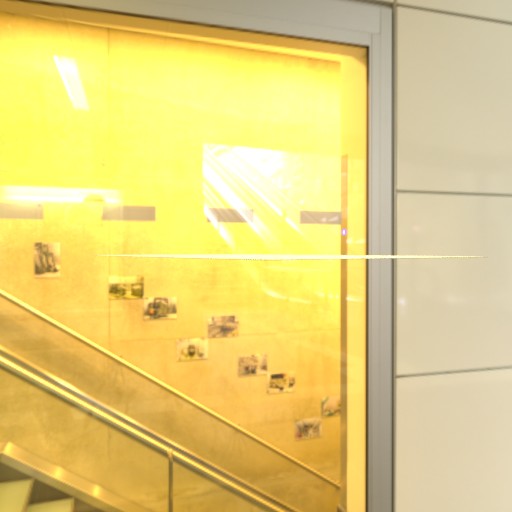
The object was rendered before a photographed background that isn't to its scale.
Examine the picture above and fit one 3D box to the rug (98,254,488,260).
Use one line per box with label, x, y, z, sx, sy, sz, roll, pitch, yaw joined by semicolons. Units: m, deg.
rug;0.000;0.000;2.341;1.206;0.003;1.835;0;1;-35
